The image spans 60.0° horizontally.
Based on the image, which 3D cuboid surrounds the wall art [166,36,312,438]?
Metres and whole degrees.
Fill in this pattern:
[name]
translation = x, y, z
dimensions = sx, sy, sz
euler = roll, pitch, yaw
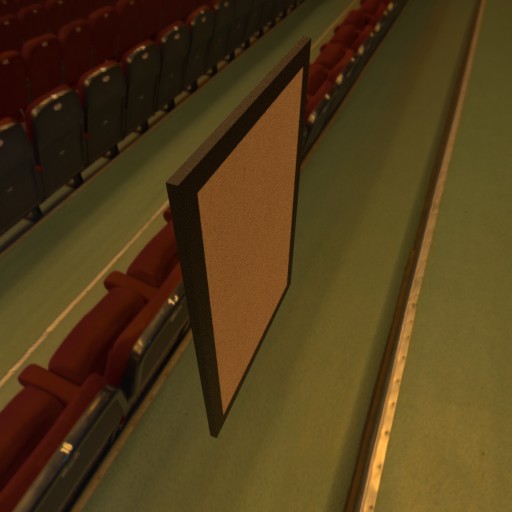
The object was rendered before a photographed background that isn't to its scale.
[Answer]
[wall art]
translation = 0.000, 0.000, 0.698
dimensions = 0.013, 0.534, 0.381
euler = 17, 48, 16
